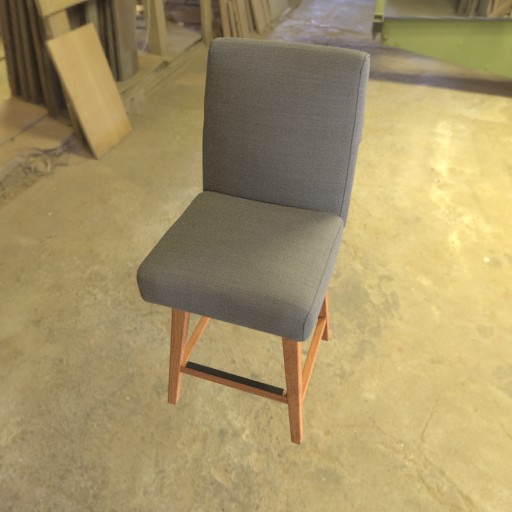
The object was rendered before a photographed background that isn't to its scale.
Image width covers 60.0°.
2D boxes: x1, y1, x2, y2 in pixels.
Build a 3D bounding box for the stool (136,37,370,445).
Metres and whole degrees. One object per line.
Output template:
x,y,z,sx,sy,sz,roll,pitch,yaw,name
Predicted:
0.000,0.000,1.274,0.459,1.019,0.570,12,42,14,stool
